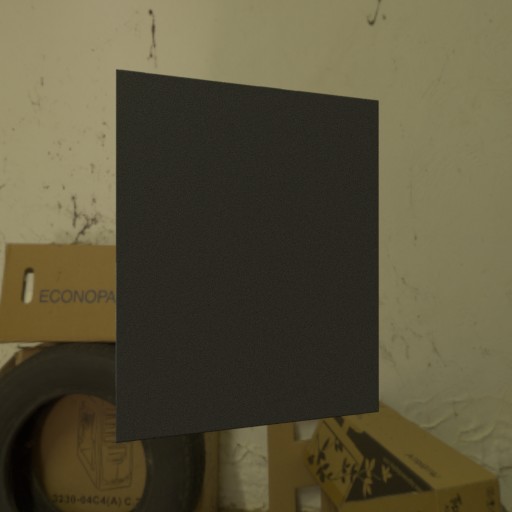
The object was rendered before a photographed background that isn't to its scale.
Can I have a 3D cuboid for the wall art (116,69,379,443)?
[{"bbox_3d":[0.000,0.000,0.811,0.489,0.608,0.040,0,0,-17],"label":"wall art"}]
